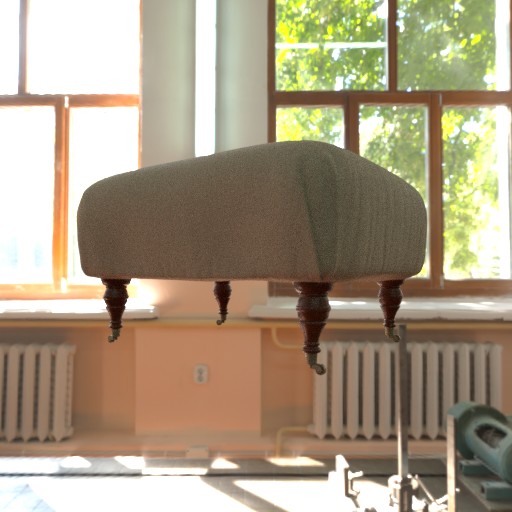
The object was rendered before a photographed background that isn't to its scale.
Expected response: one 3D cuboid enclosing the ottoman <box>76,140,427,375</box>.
[{"bbox_3d":[0.000,0.000,1.156,0.746,0.450,0.639,-1,-2,35],"label":"ottoman"}]
